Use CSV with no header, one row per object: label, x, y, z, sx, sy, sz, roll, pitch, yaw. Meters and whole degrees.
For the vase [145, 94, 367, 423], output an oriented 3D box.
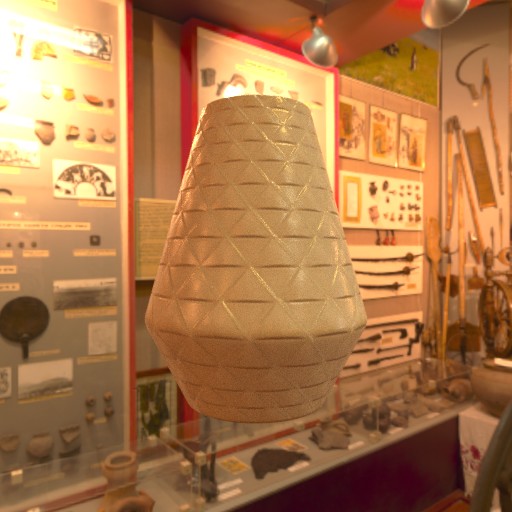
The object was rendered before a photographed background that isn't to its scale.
vase,0.000,0.000,0.359,0.175,0.230,0.175,0,1,0
